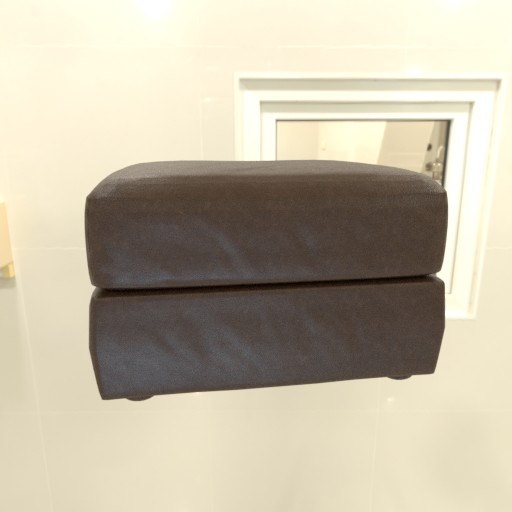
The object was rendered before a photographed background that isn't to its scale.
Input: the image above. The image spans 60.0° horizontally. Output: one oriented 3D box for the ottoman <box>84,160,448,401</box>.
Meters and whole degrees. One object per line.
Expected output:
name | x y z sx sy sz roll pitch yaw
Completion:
ottoman | 0.000 0.000 1.145 0.751 0.476 0.603 -2 15 -8
